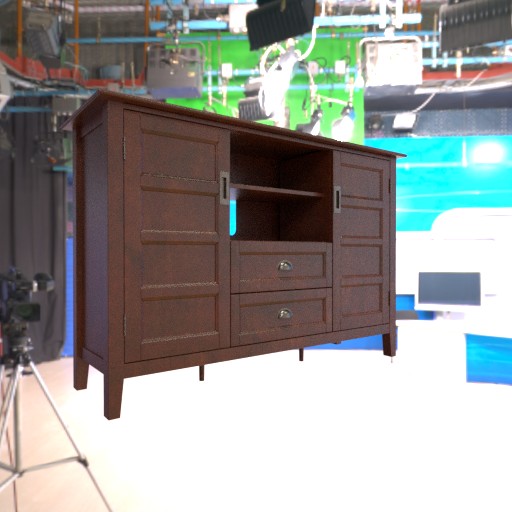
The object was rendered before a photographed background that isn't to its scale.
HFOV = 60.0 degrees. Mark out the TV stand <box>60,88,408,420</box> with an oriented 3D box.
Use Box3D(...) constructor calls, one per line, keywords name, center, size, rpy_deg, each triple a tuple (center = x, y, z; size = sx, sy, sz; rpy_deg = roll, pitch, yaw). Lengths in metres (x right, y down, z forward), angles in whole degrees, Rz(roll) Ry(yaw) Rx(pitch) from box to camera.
Box3D(name="TV stand", center=(0.000, 0.000, 1.775), size=(1.372, 0.915, 0.445), rpy_deg=(0, 1, -36))
